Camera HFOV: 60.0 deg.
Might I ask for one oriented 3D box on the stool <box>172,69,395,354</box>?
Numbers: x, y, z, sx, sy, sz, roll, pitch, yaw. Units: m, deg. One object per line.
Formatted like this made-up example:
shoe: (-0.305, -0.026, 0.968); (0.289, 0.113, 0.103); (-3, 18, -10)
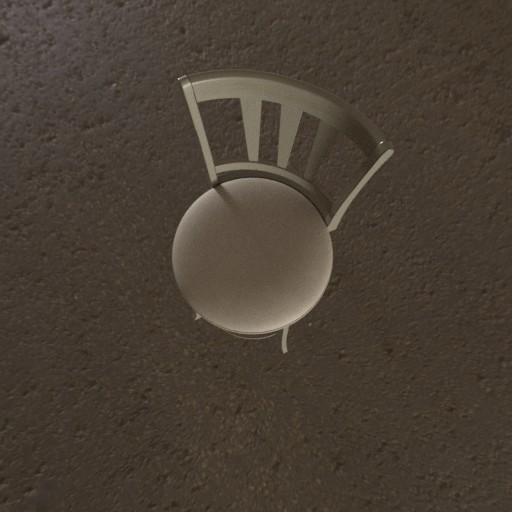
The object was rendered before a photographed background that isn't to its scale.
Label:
stool: (0.000, 0.000, 1.291); (0.436, 1.042, 0.475); (20, 76, 5)
